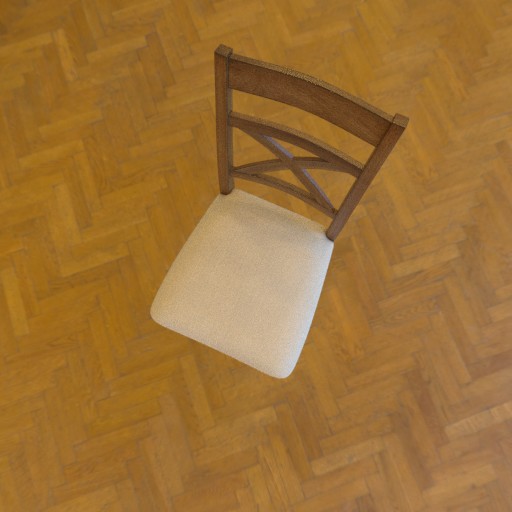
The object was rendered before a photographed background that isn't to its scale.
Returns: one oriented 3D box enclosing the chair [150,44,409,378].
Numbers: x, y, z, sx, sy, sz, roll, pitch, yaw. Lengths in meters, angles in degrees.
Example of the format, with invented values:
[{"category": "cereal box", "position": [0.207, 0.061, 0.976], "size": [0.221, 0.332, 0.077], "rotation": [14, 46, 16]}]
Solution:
[{"category": "chair", "position": [0.000, 0.000, 1.280], "size": [0.461, 0.949, 0.581], "rotation": [24, 78, 5]}]
